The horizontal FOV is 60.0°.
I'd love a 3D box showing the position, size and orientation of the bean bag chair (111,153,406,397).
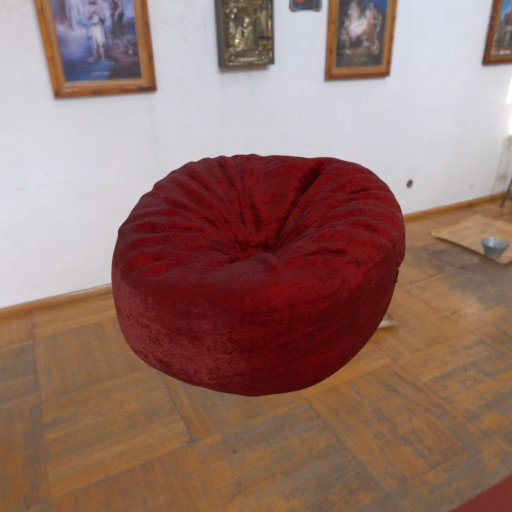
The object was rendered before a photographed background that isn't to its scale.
[{"bbox_3d":[0.000,0.000,2.402,1.524,0.878,1.524,8,26,16],"label":"bean bag chair"}]
